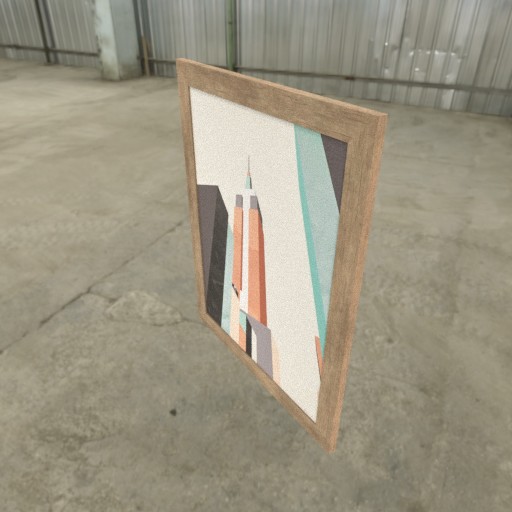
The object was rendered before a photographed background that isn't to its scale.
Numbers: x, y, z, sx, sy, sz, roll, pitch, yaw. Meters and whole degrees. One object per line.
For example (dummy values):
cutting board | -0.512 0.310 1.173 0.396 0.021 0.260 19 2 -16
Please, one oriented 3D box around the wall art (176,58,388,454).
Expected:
wall art | 0.000 0.000 0.912 0.018 0.686 0.534 -21 38 -30
